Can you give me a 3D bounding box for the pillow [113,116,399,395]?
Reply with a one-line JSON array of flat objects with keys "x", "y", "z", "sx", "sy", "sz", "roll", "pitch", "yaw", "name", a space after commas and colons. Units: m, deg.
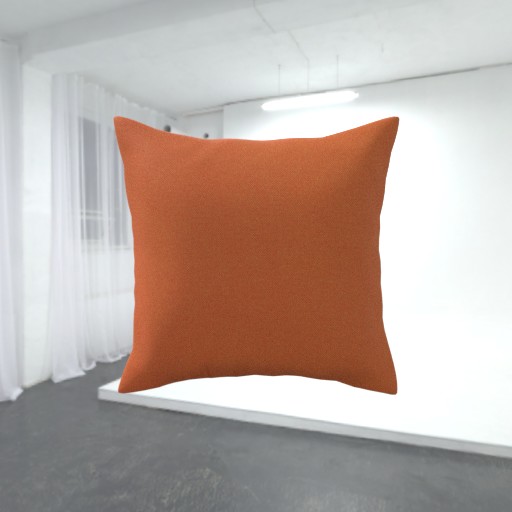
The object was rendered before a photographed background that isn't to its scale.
[{"x": 0.000, "y": 0.000, "z": 0.708, "sx": 0.453, "sy": 0.444, "sz": 0.169, "roll": 0, "pitch": 1, "yaw": 1, "name": "pillow"}]
